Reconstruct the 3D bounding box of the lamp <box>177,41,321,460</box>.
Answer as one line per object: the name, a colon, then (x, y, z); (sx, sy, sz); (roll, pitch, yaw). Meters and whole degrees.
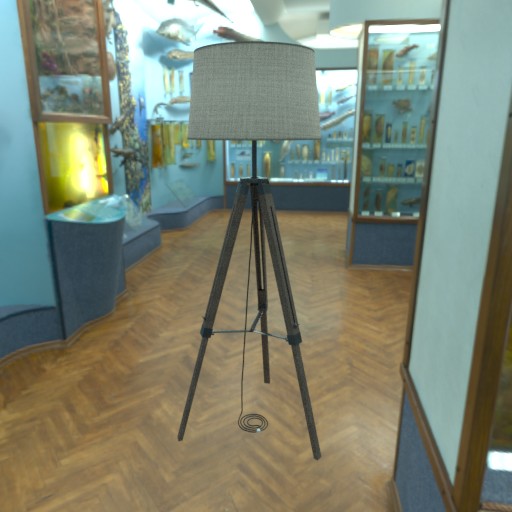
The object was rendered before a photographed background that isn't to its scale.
lamp: (0.000, 0.000, 1.809); (0.604, 1.510, 0.587); (3, 16, 10)
